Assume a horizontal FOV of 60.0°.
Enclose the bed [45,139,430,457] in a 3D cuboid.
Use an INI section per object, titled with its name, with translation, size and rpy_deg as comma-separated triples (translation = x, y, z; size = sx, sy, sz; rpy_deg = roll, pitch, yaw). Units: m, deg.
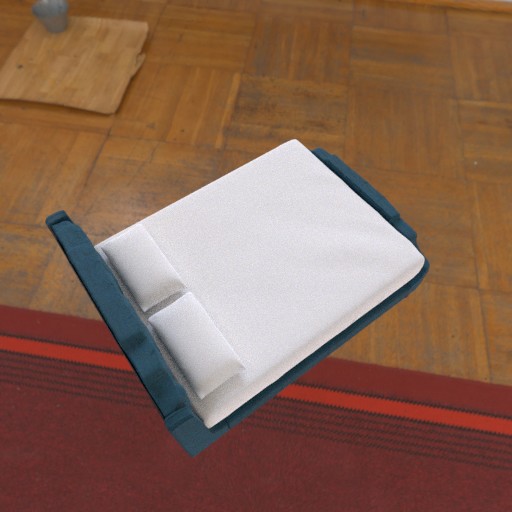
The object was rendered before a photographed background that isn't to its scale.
[bed]
translation = 0.000, 0.000, 3.380
size = 2.322, 1.351, 1.676
rpy_deg = -32, 64, -18
